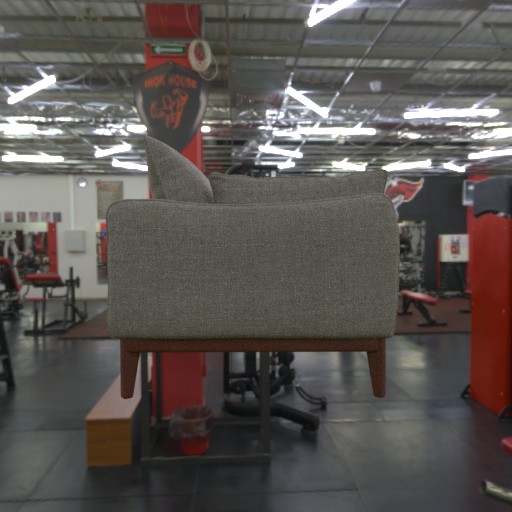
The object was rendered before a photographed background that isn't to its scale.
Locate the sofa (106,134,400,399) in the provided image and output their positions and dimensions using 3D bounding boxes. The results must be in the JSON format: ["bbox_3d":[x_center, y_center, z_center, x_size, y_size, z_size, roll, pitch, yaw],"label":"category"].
[{"bbox_3d":[0.000,0.000,2.136,0.972,0.851,1.580,0,2,-1],"label":"sofa"}]
